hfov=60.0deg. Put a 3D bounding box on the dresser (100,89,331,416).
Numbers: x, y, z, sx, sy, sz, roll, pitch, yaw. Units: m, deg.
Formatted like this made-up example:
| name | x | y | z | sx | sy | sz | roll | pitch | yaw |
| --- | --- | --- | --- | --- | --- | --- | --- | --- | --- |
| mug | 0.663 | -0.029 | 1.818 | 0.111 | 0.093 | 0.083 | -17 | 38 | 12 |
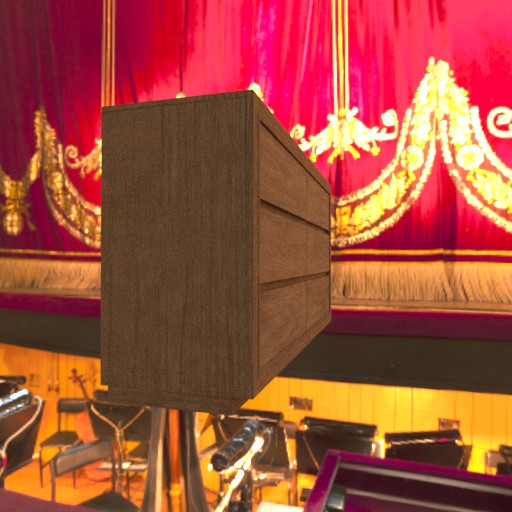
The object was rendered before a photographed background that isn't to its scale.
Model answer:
| name | x | y | z | sx | sy | sz | roll | pitch | yaw |
| --- | --- | --- | --- | --- | --- | --- | --- | --- | --- |
| dresser | 0.000 | 0.000 | 2.045 | 0.483 | 0.889 | 1.628 | 0 | -1 | 17 |
